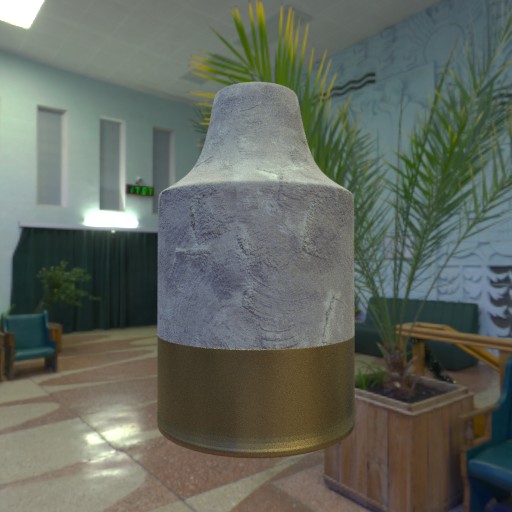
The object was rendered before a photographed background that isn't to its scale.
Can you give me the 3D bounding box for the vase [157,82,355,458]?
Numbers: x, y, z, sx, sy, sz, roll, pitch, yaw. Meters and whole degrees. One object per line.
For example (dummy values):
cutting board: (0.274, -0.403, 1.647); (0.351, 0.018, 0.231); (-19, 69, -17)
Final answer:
vase: (0.000, 0.000, 0.425); (0.184, 0.305, 0.184); (0, -1, 0)
